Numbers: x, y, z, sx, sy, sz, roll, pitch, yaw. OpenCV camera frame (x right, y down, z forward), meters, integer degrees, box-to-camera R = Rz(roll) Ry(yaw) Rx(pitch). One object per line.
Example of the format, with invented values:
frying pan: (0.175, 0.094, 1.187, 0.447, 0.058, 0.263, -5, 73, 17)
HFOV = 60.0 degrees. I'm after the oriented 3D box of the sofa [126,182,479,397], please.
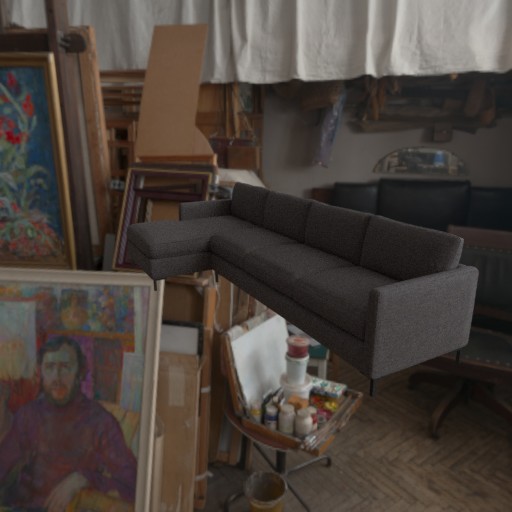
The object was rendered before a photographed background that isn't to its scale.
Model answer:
sofa: (0.000, 0.000, 3.247, 1.258, 0.754, 2.731, -9, 19, -28)
